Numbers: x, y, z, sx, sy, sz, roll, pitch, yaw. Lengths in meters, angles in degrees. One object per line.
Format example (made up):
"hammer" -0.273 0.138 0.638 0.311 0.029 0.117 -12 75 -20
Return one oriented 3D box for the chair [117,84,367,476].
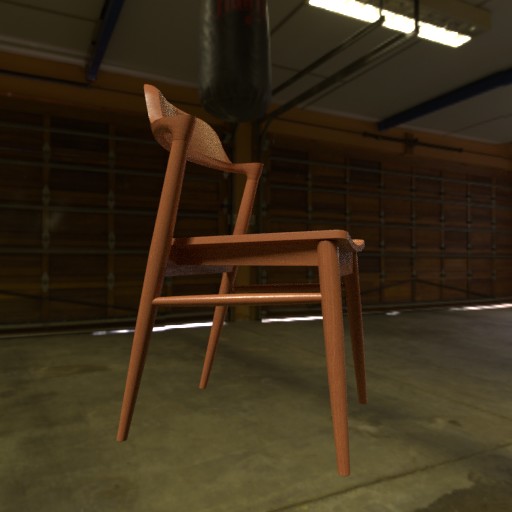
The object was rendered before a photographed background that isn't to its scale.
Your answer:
"chair" 0.000 0.000 1.088 0.499 0.801 0.496 0 -1 18
